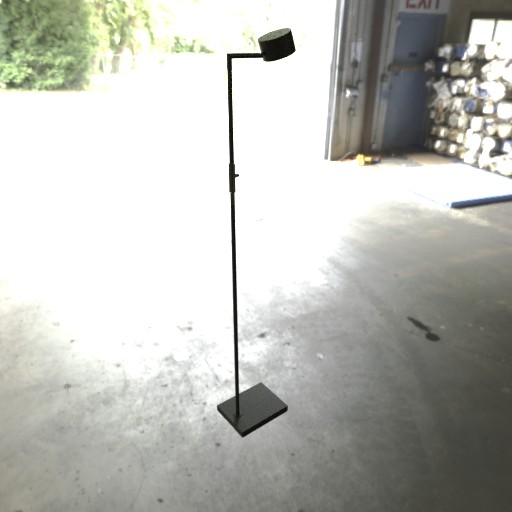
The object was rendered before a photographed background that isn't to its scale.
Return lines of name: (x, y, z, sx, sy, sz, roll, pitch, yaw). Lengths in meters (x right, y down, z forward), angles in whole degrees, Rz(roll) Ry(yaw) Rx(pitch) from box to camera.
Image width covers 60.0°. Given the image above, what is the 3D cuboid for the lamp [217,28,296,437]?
lamp: (0.000, 0.000, 1.741, 0.304, 1.600, 0.203, -18, 31, -33)
